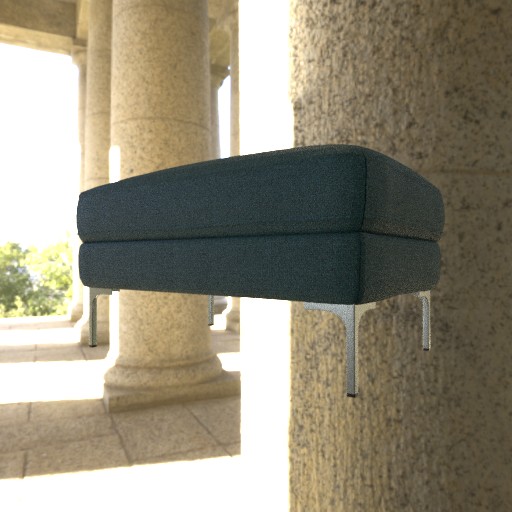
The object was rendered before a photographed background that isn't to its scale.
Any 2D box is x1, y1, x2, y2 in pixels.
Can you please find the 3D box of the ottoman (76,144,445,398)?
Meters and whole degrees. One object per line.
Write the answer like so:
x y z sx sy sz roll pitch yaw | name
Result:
0.000 0.000 1.195 0.856 0.498 0.563 0 -1 36 | ottoman
